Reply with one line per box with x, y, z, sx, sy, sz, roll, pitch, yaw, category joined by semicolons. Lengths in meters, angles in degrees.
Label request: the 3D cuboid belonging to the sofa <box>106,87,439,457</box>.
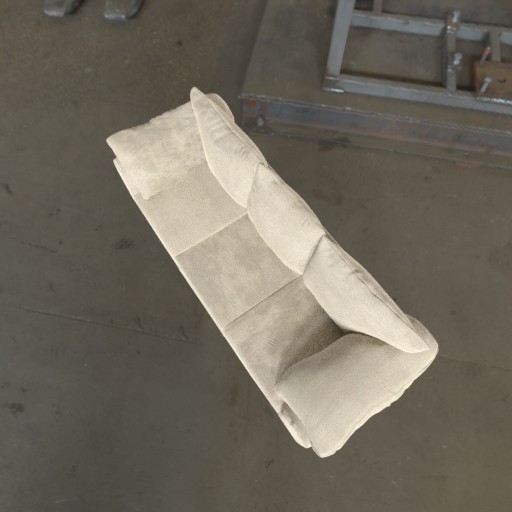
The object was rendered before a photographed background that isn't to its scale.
0.000;0.000;2.878;0.893;0.981;2.377;-31;67;-15;sofa
